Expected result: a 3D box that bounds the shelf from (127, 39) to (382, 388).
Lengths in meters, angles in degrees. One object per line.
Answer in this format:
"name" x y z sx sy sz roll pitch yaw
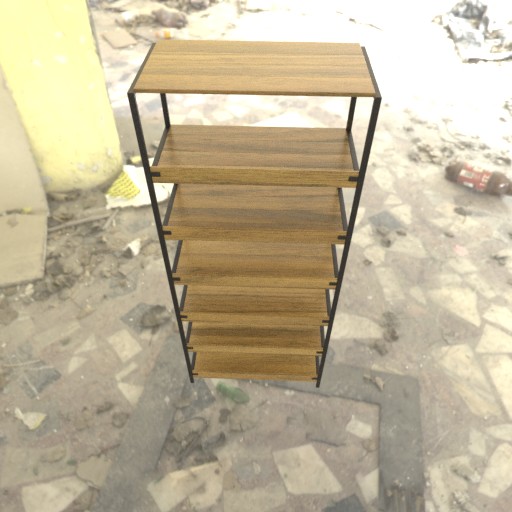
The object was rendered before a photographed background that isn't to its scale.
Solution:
"shelf" 0.000 0.000 2.335 0.847 2.015 0.431 2 46 2
